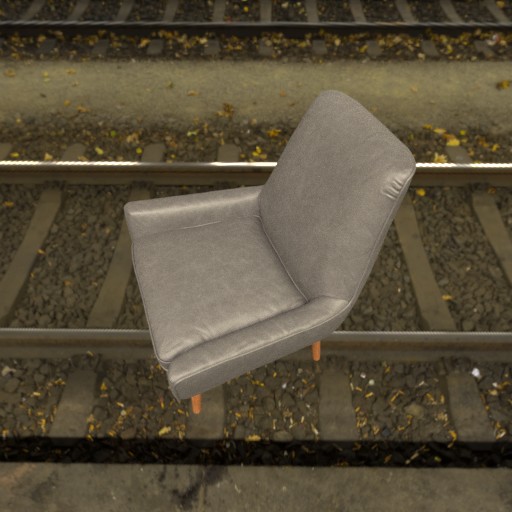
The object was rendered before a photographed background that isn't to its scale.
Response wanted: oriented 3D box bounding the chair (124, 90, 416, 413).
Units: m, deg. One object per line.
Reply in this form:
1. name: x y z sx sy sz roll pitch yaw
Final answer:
1. chair: 0.000 0.000 1.544 0.822 0.888 0.787 -15 49 -14
